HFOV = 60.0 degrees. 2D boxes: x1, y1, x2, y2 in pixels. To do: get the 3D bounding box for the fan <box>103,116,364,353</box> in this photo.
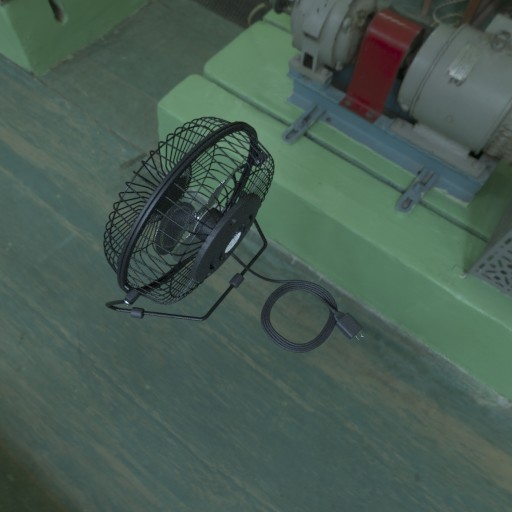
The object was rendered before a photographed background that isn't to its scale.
[{"bbox_3d":[0.000,0.000,0.384,0.227,0.188,0.209,34,68,16],"label":"fan"}]
